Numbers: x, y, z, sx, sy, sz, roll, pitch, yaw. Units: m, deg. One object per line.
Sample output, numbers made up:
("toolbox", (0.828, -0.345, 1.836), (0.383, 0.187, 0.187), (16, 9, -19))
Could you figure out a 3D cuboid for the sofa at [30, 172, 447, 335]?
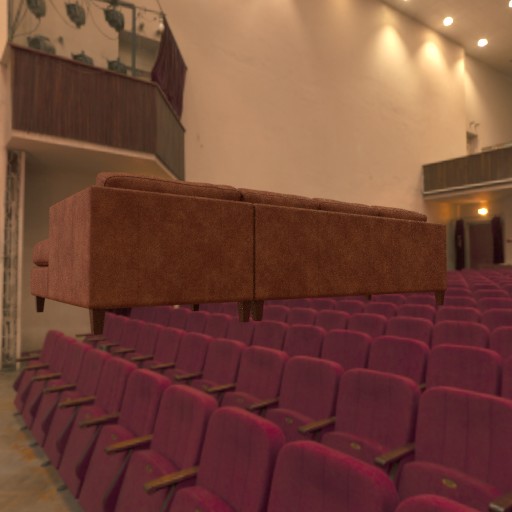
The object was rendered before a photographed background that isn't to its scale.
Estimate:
("sofa", (0.000, 0.000, 3.757), (3.203, 0.883, 1.581), (1, -2, -36))
